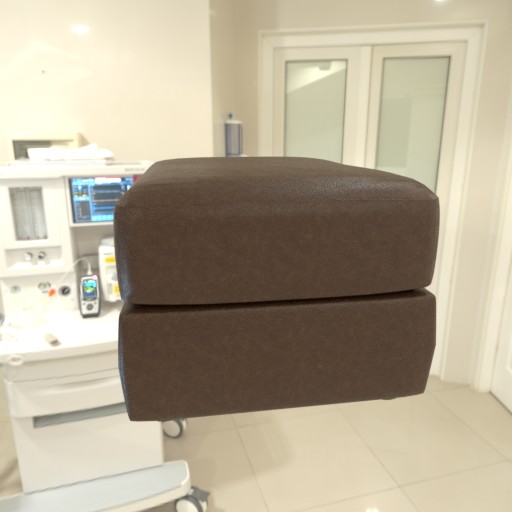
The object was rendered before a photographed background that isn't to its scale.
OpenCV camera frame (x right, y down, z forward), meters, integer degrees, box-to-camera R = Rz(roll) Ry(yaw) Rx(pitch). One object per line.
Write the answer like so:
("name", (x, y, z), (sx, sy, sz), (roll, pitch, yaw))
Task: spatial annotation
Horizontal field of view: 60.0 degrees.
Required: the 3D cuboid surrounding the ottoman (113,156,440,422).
("ottoman", (0.000, 0.000, 1.134), (0.603, 0.476, 0.751), (-2, 16, -9))
